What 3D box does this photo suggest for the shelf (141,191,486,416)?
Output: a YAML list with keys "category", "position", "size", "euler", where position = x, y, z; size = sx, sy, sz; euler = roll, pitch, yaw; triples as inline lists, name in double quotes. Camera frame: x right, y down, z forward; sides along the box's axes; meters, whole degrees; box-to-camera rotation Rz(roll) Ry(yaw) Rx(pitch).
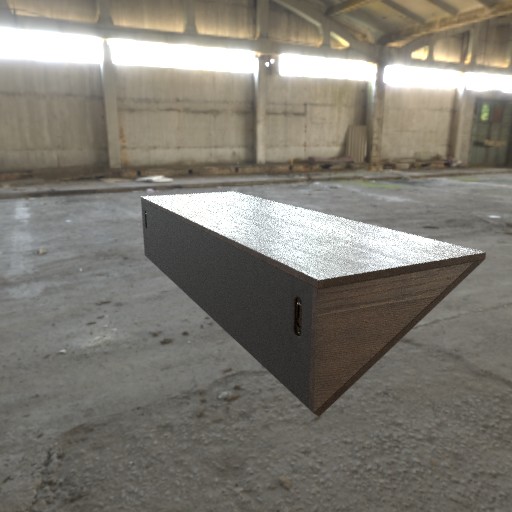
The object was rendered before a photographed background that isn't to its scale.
- category: "shelf"
  position: [0.000, 0.000, 0.672]
  size: [0.200, 0.125, 0.610]
  euler: [-7, 16, -26]
